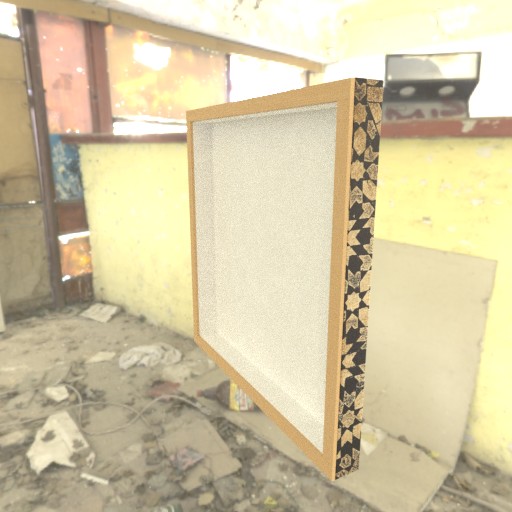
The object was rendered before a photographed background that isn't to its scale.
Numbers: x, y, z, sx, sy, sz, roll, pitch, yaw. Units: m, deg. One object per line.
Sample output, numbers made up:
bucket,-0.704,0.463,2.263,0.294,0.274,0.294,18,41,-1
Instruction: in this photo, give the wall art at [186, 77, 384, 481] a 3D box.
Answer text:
wall art,0.000,0.000,0.606,0.038,0.405,0.405,-7,16,-28
